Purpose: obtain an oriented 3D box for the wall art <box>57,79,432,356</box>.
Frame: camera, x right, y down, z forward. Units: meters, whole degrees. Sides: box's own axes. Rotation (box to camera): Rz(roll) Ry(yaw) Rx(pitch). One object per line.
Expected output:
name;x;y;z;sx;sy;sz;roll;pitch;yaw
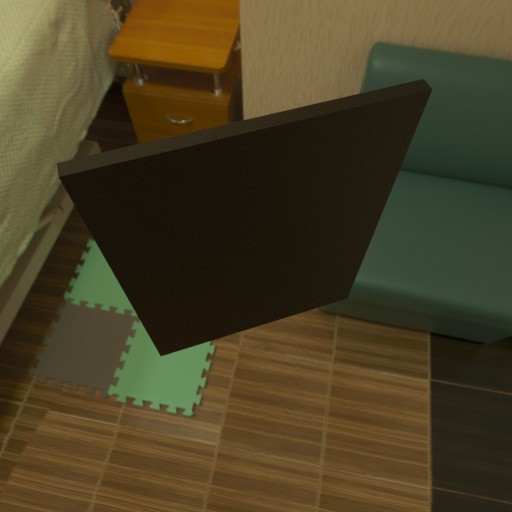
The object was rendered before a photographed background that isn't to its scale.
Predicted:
wall art;0.000;0.000;1.375;0.806;1.062;0.038;-16;60;-9
